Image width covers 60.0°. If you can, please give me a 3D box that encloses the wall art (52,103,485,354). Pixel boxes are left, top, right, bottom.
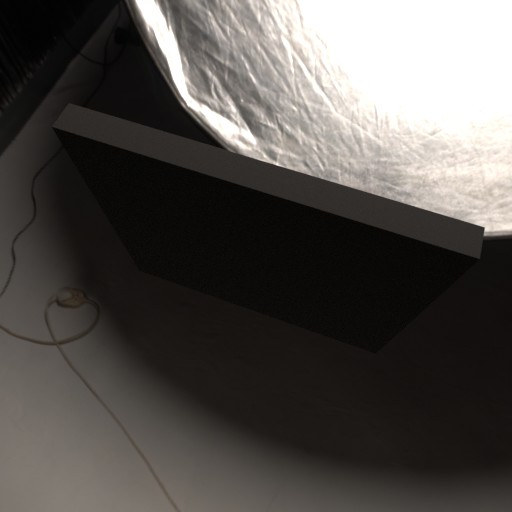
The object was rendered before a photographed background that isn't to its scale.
[{"bbox_3d":[0.000,0.000,0.527,0.381,0.330,0.031,18,66,8],"label":"wall art"}]
